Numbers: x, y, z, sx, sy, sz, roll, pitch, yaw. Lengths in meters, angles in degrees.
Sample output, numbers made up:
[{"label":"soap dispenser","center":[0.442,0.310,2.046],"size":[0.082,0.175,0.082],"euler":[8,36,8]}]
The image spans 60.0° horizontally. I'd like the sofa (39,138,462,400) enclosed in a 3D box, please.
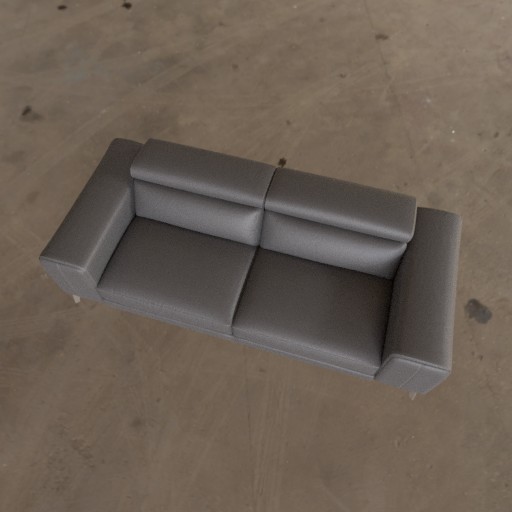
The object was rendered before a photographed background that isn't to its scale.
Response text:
[{"label":"sofa","center":[0.000,0.000,2.756],"size":[2.321,0.759,1.023],"euler":[14,60,8]}]
